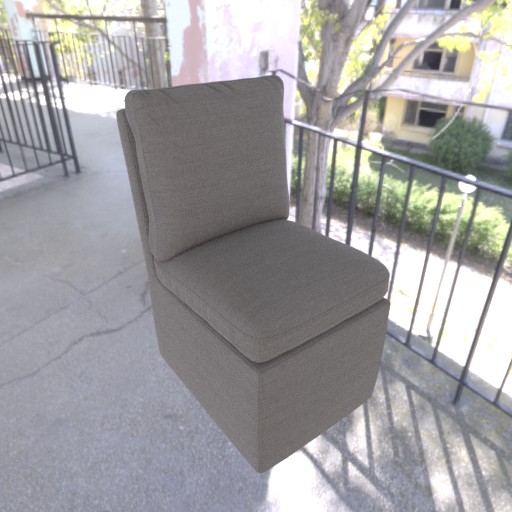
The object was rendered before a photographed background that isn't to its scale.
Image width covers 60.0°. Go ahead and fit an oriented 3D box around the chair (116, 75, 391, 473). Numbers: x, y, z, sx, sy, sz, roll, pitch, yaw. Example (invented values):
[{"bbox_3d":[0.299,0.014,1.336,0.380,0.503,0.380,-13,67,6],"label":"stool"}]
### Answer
[{"bbox_3d":[0.000,0.000,1.320,0.503,0.927,0.698,-21,36,-31],"label":"chair"}]
